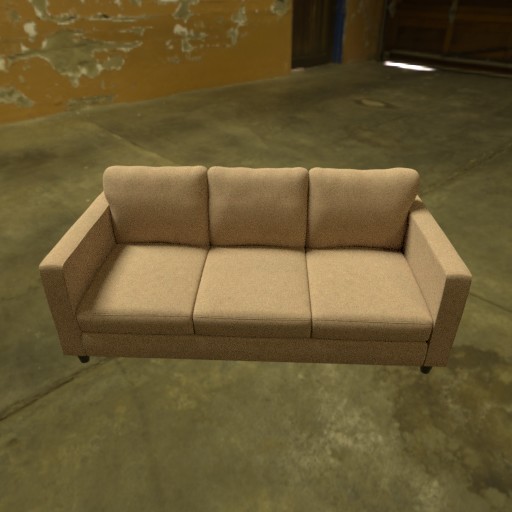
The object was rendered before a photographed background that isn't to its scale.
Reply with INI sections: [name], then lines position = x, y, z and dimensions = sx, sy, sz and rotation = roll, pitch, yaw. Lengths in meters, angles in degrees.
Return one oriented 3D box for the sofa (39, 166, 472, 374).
[sofa]
position = 0.000, 0.000, 2.357
dimensions = 1.855, 0.800, 0.930
rotation = 1, 31, 2
